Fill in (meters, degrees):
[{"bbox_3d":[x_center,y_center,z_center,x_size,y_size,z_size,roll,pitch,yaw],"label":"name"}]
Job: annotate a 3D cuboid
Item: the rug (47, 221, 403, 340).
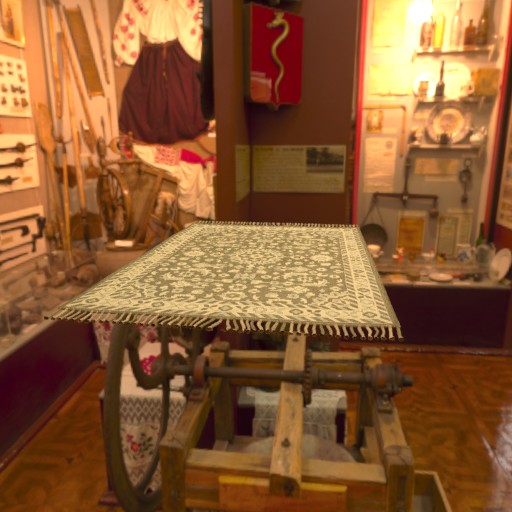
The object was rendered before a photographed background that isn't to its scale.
[{"bbox_3d":[0.000,0.000,2.967,1.530,0.025,2.431,2,15,8],"label":"rug"}]
